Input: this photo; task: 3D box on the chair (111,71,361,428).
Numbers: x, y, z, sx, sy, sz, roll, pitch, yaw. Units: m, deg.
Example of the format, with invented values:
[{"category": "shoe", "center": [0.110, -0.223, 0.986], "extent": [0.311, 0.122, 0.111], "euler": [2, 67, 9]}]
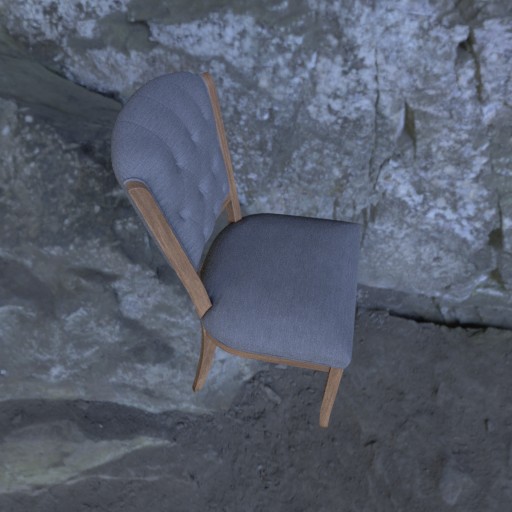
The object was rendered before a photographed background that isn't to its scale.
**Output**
[{"category": "chair", "center": [0.000, 0.000, 1.253], "extent": [0.584, 0.905, 0.513], "euler": [9, 48, 8]}]
